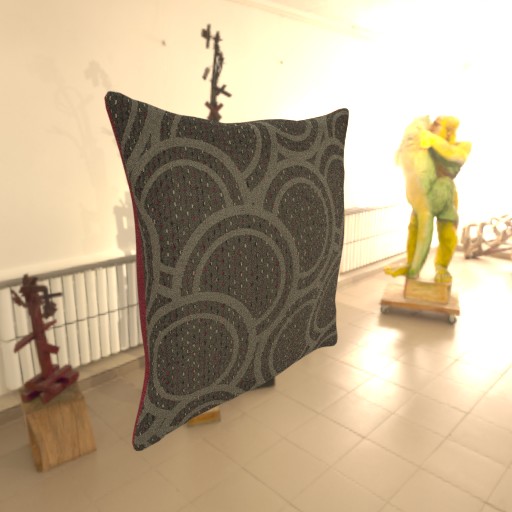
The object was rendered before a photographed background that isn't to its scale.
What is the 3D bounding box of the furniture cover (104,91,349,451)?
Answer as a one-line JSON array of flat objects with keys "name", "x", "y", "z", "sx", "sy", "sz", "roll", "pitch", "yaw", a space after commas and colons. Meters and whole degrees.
[{"name": "furniture cover", "x": 0.000, "y": 0.000, "z": 0.773, "sx": 0.163, "sy": 0.513, "sz": 0.514, "roll": 14, "pitch": 21, "yaw": 43}]
